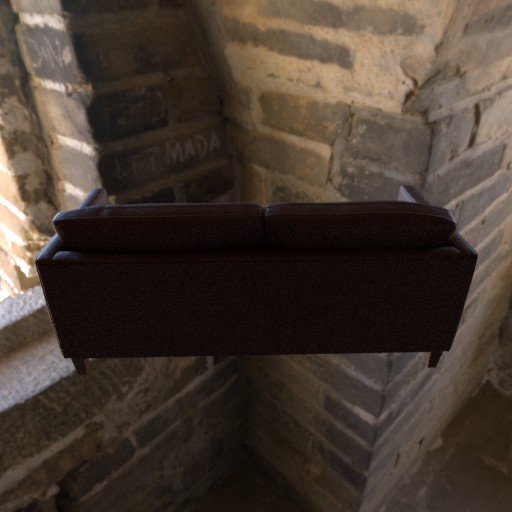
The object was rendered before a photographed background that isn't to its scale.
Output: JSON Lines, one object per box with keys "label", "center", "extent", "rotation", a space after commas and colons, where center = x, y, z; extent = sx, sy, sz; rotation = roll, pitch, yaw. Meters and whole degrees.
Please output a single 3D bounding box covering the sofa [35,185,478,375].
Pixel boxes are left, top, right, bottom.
{"label": "sofa", "center": [0.000, 0.000, 2.443], "extent": [1.971, 0.863, 0.923], "rotation": [-1, 29, -1]}
